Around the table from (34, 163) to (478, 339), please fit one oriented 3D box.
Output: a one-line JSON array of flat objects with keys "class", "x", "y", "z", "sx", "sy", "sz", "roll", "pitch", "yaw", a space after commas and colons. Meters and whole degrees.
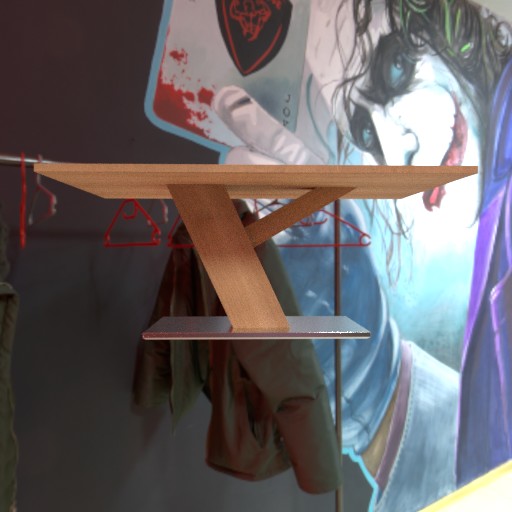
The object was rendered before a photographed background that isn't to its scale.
[{"class": "table", "x": 0.000, "y": 0.000, "z": 2.249, "sx": 1.800, "sy": 0.750, "sz": 0.900, "roll": 0, "pitch": 1, "yaw": -1}]
